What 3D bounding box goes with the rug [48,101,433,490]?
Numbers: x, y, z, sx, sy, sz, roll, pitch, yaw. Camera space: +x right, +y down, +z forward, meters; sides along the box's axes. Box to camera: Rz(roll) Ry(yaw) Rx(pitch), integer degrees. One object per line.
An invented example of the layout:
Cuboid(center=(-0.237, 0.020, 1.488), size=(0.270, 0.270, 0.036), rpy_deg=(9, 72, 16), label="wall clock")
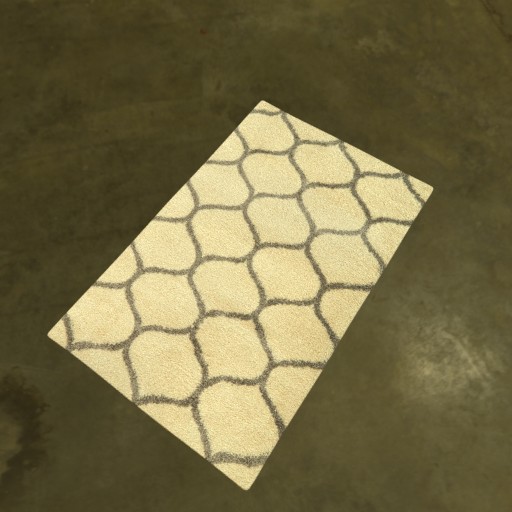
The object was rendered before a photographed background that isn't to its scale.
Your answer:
Cuboid(center=(0.000, 0.000, 2.954), size=(1.501, 0.024, 2.348), rpy_deg=(32, 68, 14), label="rug")
